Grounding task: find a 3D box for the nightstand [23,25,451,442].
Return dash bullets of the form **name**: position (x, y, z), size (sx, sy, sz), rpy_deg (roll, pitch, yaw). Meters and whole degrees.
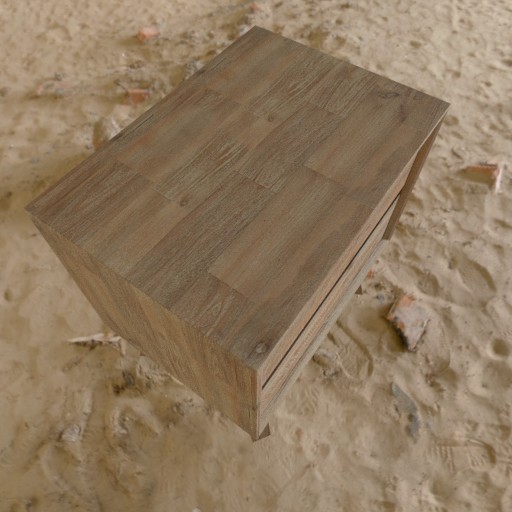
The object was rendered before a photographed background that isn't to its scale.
- **nightstand**: position (0.000, 0.000, 0.918), size (0.396, 0.589, 0.552), rpy_deg (31, 63, 18)
